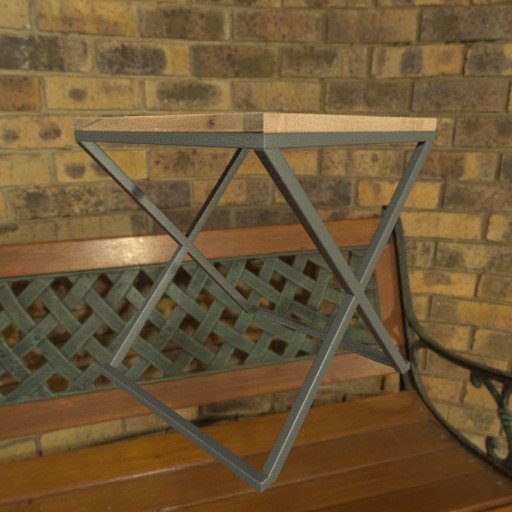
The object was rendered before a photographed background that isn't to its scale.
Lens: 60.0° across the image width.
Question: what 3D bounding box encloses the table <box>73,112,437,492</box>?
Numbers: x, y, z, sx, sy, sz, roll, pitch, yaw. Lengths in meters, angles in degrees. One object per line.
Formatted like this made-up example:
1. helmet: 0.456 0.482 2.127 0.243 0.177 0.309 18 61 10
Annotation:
1. table: 0.000 0.000 0.927 0.499 0.550 0.498 15 22 42
